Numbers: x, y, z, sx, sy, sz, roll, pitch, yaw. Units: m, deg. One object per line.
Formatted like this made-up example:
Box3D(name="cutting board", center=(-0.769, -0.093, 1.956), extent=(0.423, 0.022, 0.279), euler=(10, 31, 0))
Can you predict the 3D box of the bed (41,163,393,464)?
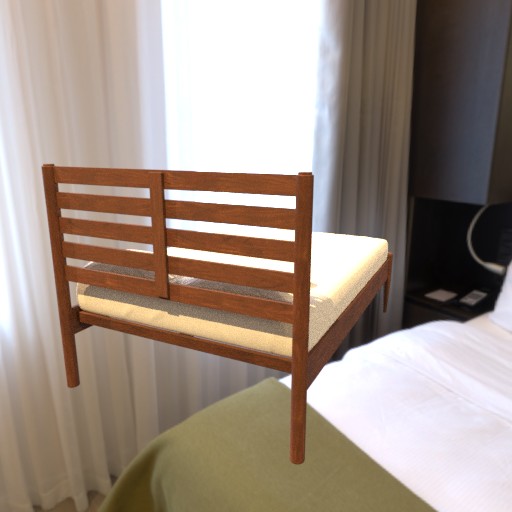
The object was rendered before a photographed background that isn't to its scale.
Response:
Box3D(name="bed", center=(0.000, 0.000, 3.067), extent=(1.509, 1.304, 2.093), euler=(7, 16, 26))
